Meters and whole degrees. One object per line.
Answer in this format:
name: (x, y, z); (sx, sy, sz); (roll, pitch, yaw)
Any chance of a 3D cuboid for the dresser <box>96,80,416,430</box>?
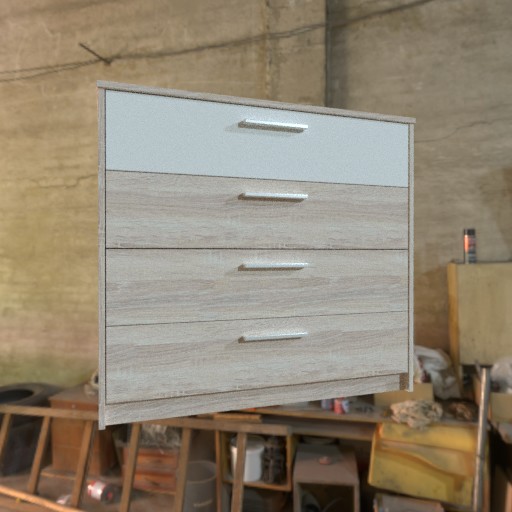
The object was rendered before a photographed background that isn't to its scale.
dresser: (0.000, 0.000, 1.457); (0.980, 0.900, 0.380); (0, 0, -19)
